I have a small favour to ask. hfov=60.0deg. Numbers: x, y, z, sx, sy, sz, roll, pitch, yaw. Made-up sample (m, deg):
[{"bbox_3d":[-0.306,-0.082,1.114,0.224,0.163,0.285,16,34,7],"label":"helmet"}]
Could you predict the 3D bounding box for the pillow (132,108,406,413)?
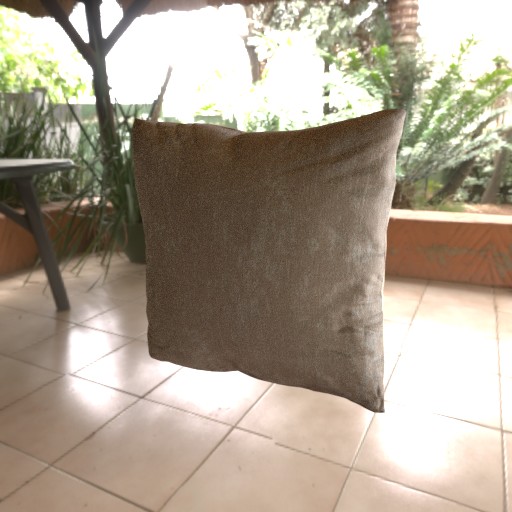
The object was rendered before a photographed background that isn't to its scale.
[{"bbox_3d":[0.000,0.000,0.729,0.450,0.448,0.245,7,16,25],"label":"pillow"}]
